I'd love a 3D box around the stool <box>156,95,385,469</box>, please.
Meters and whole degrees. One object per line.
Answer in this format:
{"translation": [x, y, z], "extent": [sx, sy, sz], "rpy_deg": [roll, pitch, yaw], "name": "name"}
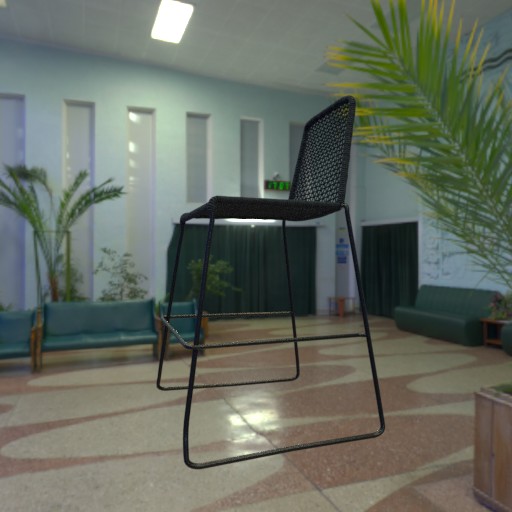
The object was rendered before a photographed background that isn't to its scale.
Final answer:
{"translation": [0.000, 0.000, 1.283], "extent": [0.509, 0.905, 0.590], "rpy_deg": [0, 0, -18], "name": "stool"}
